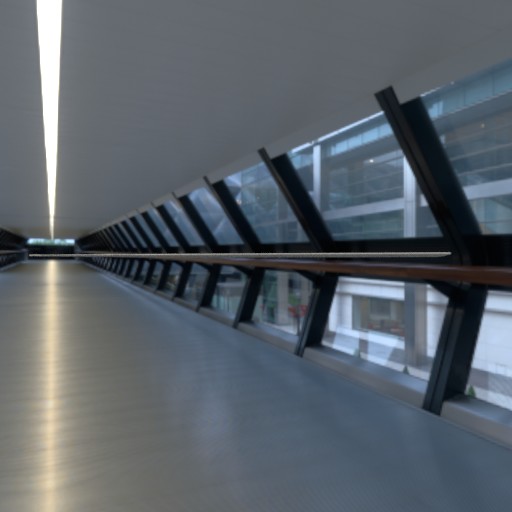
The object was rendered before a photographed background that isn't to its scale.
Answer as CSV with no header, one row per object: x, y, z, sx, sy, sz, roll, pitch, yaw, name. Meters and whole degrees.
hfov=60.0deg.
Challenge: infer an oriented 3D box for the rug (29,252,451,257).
0.000,0.000,2.924,2.284,0.008,1.522,0,-1,20,rug
